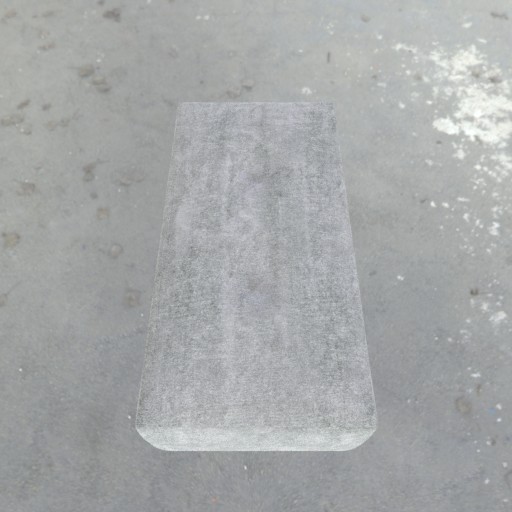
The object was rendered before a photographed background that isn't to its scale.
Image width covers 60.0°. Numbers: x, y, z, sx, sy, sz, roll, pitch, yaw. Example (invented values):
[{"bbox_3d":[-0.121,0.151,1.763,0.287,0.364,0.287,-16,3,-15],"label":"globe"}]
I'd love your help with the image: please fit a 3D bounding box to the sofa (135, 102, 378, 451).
[{"bbox_3d":[0.000,0.000,1.172,0.480,0.330,0.930,0,59,0],"label":"sofa"}]
